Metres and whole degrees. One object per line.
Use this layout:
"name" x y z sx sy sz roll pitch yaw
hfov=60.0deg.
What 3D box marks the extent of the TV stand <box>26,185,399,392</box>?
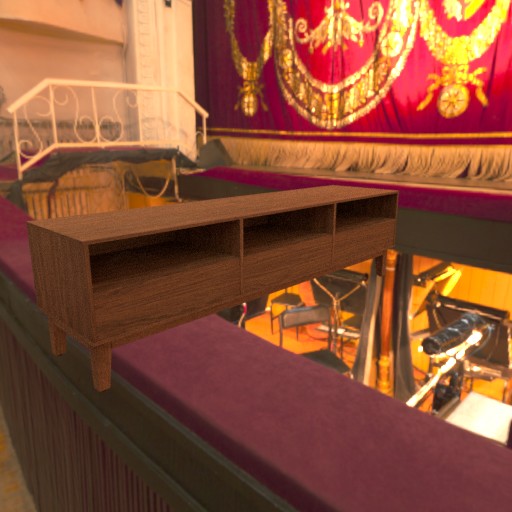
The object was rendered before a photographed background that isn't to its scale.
"TV stand" 0.000 0.000 1.692 0.366 0.409 1.482 14 20 43
